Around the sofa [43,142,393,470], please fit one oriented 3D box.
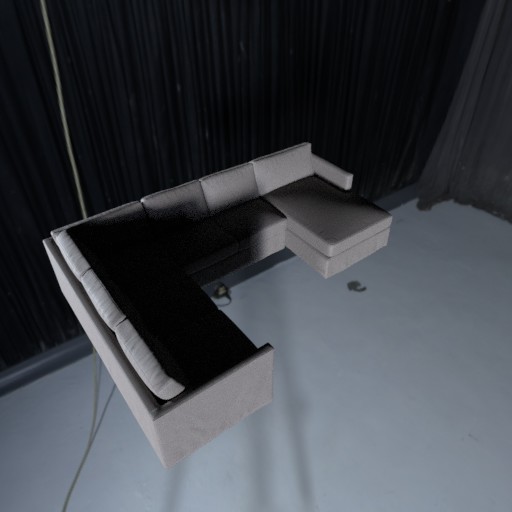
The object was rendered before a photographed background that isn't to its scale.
[{"bbox_3d":[0.000,0.000,4.562,3.460,0.882,2.427,-25,46,-28],"label":"sofa"}]
